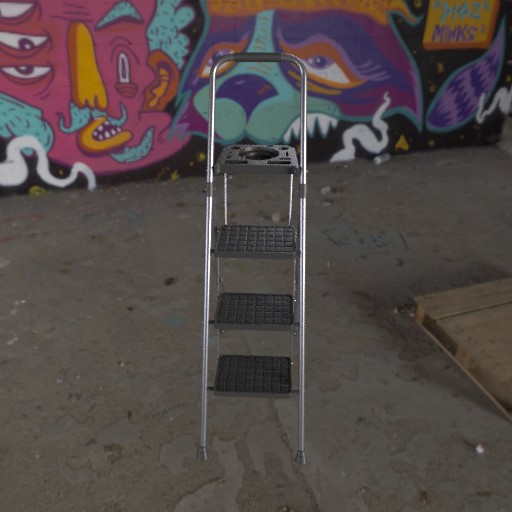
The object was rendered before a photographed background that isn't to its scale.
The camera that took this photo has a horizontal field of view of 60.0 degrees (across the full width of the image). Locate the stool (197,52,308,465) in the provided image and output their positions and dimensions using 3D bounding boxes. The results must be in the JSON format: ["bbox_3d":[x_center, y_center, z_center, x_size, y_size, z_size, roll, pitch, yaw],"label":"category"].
[{"bbox_3d":[0.000,0.000,1.565,0.396,1.277,0.733,1,31,2],"label":"stool"}]
